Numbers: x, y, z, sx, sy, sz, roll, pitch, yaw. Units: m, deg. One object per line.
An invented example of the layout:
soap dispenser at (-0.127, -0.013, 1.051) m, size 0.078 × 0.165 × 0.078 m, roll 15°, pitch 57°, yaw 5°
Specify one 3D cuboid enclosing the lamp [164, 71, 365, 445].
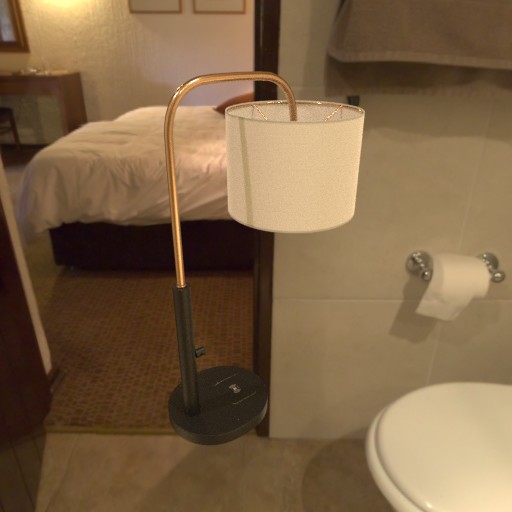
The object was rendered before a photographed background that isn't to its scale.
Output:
lamp at (0.000, 0.000, 0.700) m, size 0.337 × 0.540 × 0.199 m, roll -19°, pitch 32°, yaw -33°
